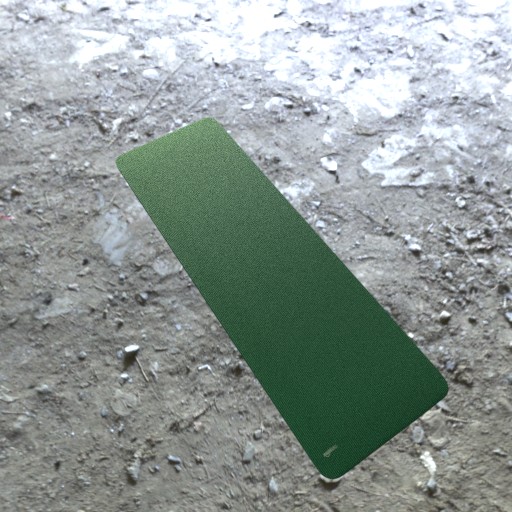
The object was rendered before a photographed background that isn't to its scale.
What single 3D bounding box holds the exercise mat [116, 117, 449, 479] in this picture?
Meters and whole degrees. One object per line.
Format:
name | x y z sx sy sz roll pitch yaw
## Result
exercise mat | 0.000 0.000 2.042 0.616 0.021 1.869 -29 63 -17
